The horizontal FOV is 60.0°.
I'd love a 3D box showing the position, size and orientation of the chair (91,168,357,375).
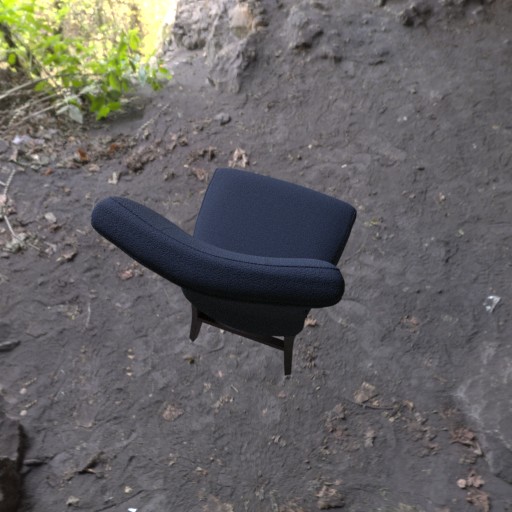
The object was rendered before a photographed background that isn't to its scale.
[{"bbox_3d":[0.000,0.000,1.372,0.520,0.991,0.660,18,64,9],"label":"chair"}]
